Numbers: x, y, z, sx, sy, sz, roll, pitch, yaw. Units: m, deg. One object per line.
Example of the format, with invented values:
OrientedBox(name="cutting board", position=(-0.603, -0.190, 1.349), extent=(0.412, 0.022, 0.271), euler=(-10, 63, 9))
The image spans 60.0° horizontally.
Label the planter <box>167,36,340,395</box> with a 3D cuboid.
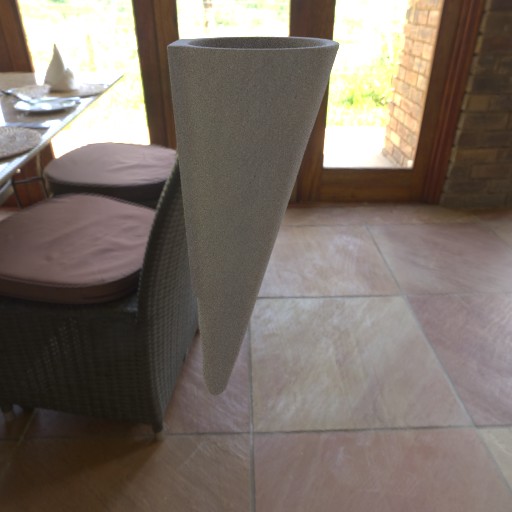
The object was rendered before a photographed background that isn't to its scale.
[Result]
OrientedBox(name="planter", position=(0.000, 0.000, 0.297), extent=(0.087, 0.259, 0.078), euler=(1, 30, 1))
